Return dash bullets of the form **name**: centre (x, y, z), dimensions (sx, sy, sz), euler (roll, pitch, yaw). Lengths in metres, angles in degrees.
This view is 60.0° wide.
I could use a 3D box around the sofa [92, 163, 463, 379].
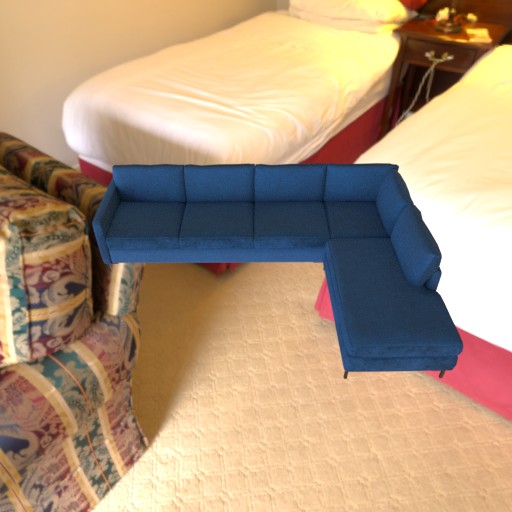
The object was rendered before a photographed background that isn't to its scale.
- **sofa**: centre (0.000, 0.000, 3.259), dimensions (2.486, 0.687, 1.707), euler (0, 41, 0)
